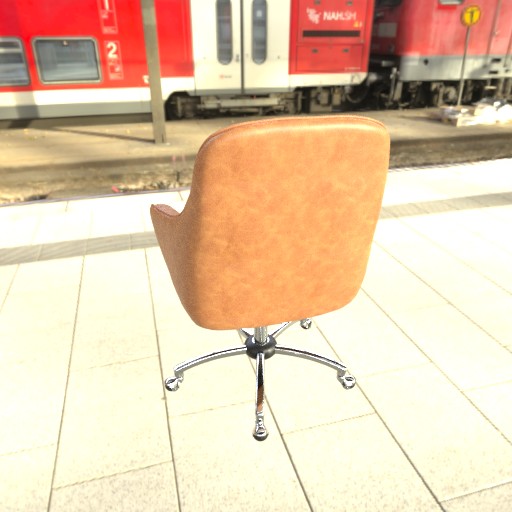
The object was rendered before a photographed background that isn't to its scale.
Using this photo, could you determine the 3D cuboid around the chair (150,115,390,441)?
[{"bbox_3d":[0.000,0.000,1.344,0.628,0.909,0.615,-8,28,-16],"label":"chair"}]
